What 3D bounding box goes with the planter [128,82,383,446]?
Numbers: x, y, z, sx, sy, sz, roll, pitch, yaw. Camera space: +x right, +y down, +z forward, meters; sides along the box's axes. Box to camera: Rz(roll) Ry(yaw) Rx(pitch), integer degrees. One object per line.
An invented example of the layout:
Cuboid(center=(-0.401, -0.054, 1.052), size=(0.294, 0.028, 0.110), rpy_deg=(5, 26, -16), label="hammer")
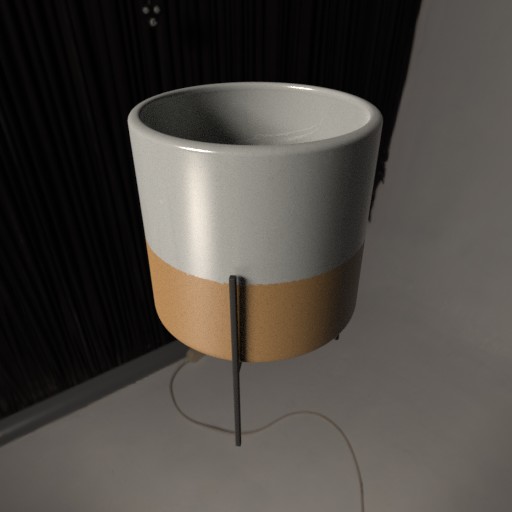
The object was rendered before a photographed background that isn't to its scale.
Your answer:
Cuboid(center=(0.000, 0.000, 0.654), size=(0.310, 0.432, 0.310), rpy_deg=(-22, 39, -30), label="planter")
